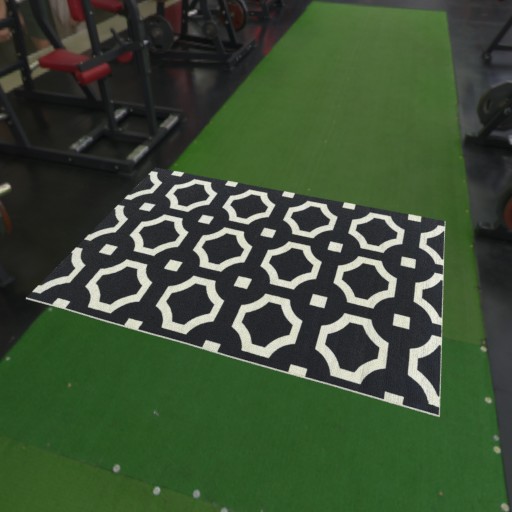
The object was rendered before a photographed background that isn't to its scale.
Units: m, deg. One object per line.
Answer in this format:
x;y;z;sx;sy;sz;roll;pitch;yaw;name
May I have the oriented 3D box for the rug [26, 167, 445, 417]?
0.000;0.000;2.838;2.286;0.016;1.555;13;43;14;rug
